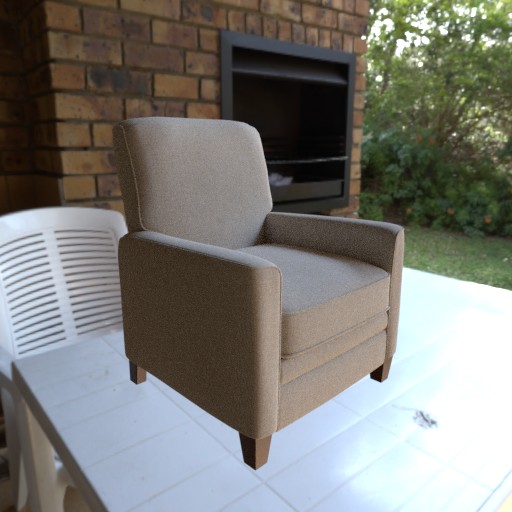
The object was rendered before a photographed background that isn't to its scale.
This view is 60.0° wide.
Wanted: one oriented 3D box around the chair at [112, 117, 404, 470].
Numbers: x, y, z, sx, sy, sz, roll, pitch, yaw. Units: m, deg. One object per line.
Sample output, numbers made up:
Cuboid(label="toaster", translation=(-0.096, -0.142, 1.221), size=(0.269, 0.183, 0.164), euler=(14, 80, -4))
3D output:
Cuboid(label="chair", translation=(0.000, 0.000, 1.678), size=(0.845, 1.023, 0.859), euler=(-14, 19, -43))
